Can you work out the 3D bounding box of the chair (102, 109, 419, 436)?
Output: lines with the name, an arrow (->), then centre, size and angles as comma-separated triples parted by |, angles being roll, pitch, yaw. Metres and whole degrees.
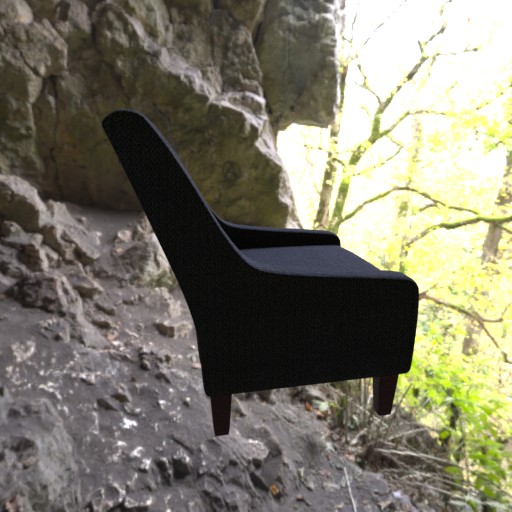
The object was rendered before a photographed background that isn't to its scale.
chair -> 0.000, 0.000, 1.684 | 0.944, 1.012, 0.793 | -3, 15, -11
